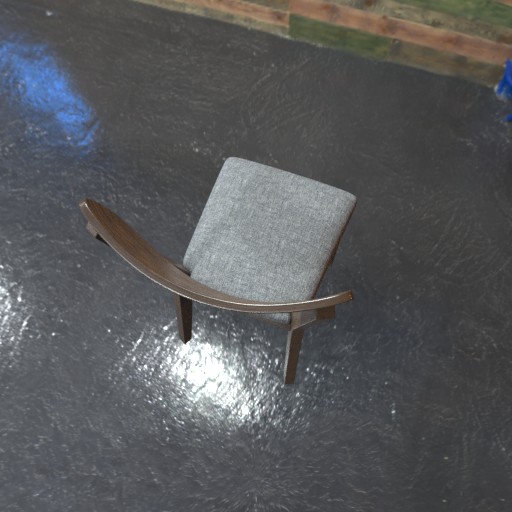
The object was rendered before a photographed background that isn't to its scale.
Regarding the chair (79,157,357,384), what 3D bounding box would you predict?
[{"bbox_3d":[0.000,0.000,1.179,0.491,0.849,0.583,19,65,10],"label":"chair"}]
